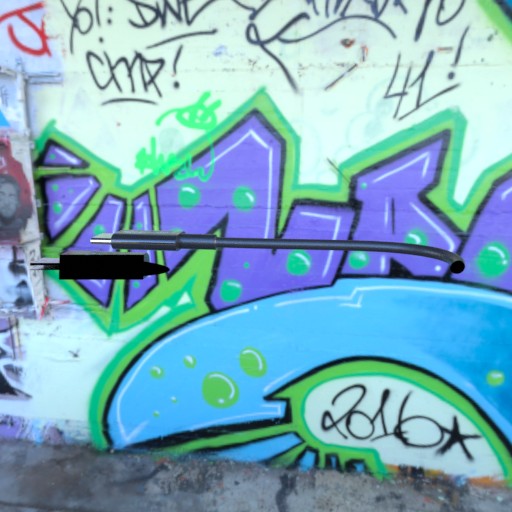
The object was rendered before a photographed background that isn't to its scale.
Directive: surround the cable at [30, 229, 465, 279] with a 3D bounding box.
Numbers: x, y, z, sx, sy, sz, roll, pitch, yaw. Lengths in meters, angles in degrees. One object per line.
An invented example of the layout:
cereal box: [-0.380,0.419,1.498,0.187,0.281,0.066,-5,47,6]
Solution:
cable: [0.000,0.000,0.110,0.098,0.006,0.040,2,14,7]
